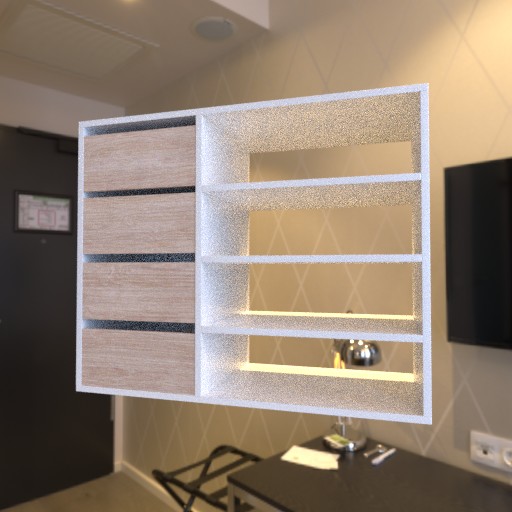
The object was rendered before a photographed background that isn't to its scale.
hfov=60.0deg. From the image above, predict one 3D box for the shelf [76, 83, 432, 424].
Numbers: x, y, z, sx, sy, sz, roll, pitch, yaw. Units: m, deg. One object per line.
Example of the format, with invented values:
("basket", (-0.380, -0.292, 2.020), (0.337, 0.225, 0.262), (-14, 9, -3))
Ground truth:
("shelf", (0.000, 0.000, 1.265), (0.895, 0.732, 0.396), (0, -2, 17))
